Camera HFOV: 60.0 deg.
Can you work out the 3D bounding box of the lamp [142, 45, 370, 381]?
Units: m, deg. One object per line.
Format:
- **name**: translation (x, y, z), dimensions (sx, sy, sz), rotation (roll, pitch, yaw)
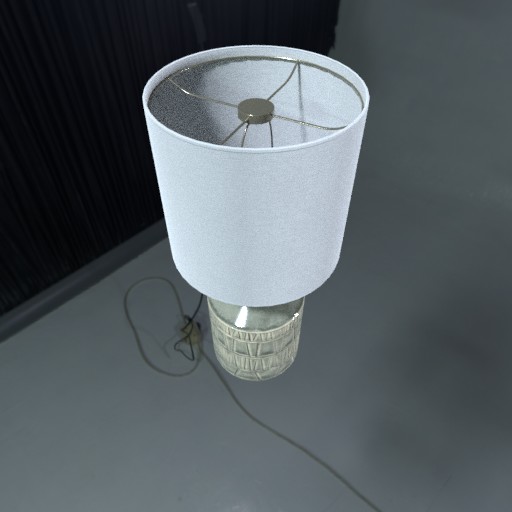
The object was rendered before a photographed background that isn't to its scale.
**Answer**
- **lamp**: translation (0.000, 0.000, 0.581), dimensions (0.211, 0.455, 0.211), rotation (32, 54, 27)
